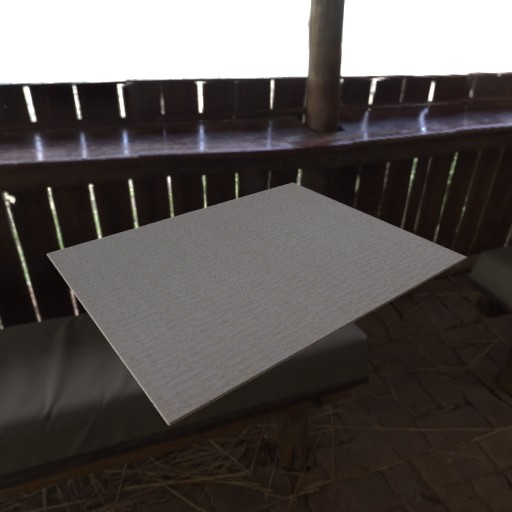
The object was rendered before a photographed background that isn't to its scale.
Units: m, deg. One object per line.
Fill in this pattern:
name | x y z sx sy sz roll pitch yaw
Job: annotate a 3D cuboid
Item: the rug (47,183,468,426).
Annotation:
rug | 0.000 0.000 4.091 3.055 0.021 2.410 -21 36 -32
